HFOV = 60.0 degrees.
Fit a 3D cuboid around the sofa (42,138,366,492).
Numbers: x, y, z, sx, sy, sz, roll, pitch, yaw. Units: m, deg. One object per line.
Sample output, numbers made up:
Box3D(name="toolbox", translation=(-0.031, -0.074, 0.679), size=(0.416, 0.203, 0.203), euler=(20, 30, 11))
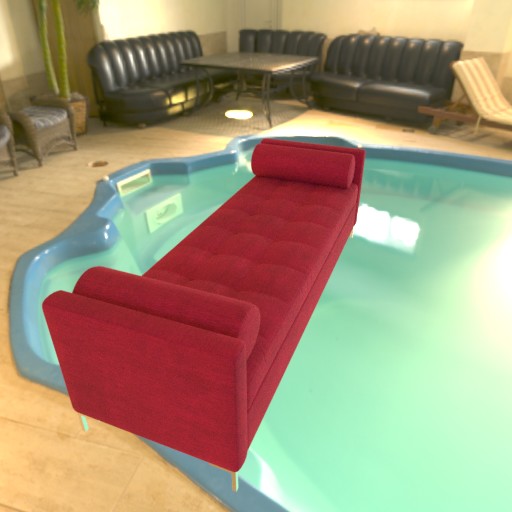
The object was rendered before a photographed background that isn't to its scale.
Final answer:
Box3D(name="sofa", translation=(0.000, 0.000, 2.229), size=(0.686, 0.635, 1.981), euler=(12, 33, 19))
